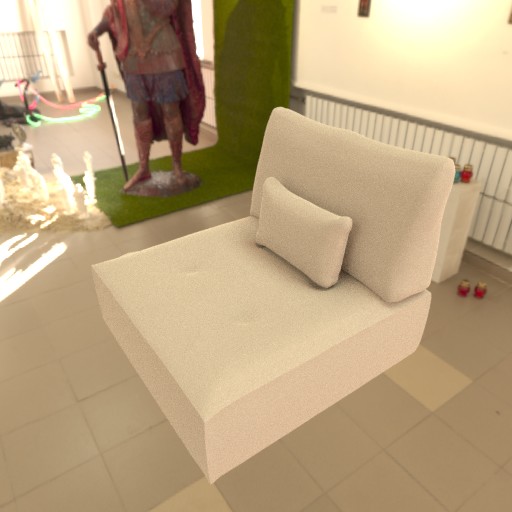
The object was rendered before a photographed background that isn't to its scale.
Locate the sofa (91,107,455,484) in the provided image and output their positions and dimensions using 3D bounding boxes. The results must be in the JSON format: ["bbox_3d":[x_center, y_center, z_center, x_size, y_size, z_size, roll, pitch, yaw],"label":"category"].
[{"bbox_3d":[0.000,0.000,1.679,1.000,0.828,0.935,-20,37,-30],"label":"sofa"}]
